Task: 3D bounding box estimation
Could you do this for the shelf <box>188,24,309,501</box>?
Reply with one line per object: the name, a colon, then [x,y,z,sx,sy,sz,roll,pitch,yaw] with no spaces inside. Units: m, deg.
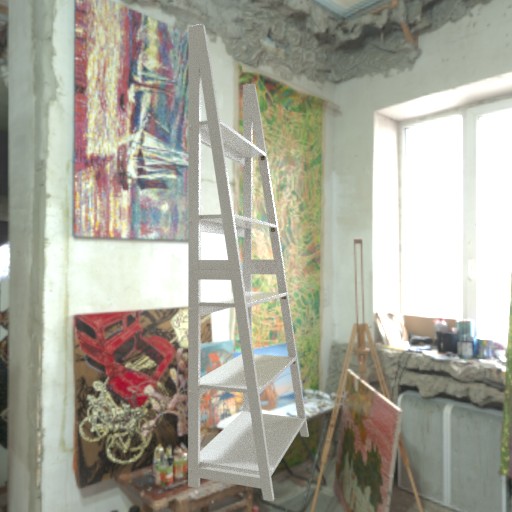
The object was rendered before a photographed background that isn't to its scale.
shelf: [0.000,0.000,1.960,0.341,1.779,0.636,0,0,19]
